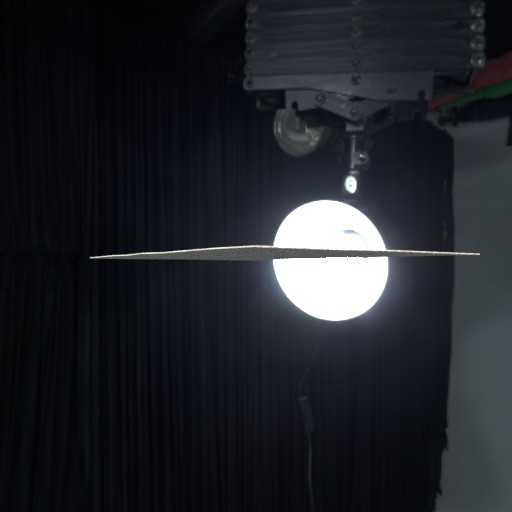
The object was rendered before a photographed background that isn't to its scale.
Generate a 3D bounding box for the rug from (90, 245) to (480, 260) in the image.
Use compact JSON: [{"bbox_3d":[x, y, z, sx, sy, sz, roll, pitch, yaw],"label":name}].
[{"bbox_3d":[0.000,0.000,2.850,1.524,0.013,2.135,1,-2,-35],"label":"rug"}]
